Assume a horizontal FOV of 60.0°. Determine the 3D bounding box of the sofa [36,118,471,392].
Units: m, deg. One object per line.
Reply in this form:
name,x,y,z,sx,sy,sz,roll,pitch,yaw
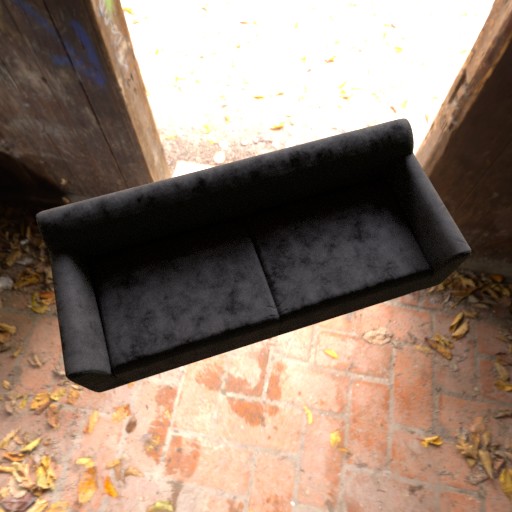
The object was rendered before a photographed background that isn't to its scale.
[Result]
sofa,0.000,0.000,2.623,2.190,0.740,0.900,-16,65,-8
